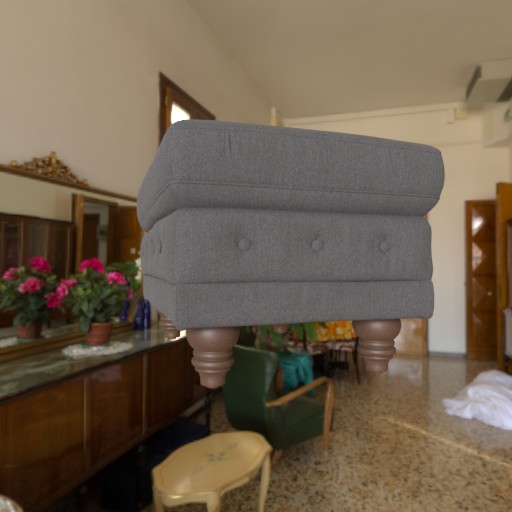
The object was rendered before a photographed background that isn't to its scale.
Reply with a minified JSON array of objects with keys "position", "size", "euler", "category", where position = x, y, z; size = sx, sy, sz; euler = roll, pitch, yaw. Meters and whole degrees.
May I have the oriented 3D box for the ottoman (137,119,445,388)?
[{"position":[0.000,0.000,1.157],"size":[0.569,0.500,0.771],"euler":[0,-1,-18],"category":"ottoman"}]
